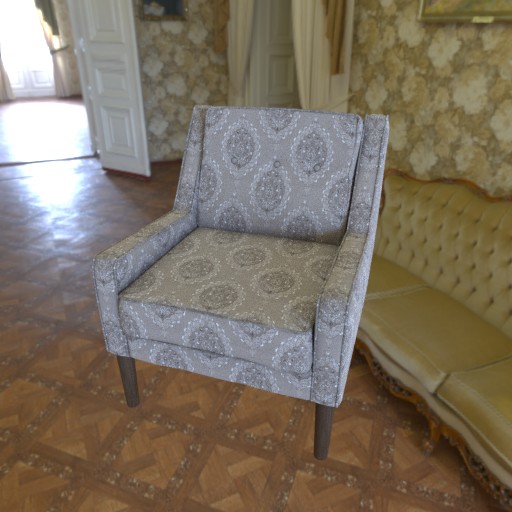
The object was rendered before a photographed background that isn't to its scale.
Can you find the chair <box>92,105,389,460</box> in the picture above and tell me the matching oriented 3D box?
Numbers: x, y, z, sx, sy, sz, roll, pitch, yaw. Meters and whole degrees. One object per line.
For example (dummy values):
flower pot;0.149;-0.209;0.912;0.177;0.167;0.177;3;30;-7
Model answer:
chair;0.000;0.000;1.342;0.665;0.797;0.750;9;28;17
